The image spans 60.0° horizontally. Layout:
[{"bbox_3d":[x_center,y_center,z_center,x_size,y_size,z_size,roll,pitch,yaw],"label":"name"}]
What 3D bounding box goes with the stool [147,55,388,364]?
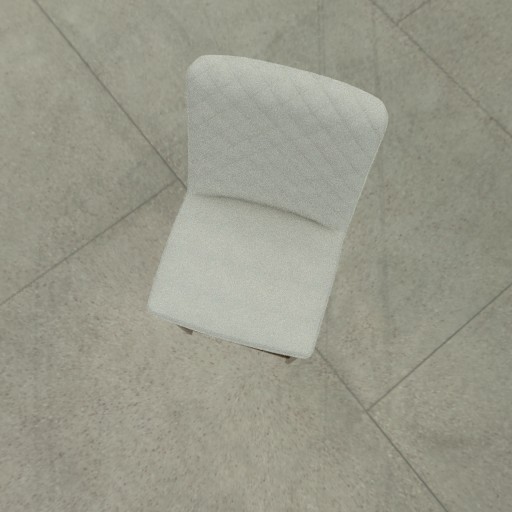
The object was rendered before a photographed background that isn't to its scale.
[{"bbox_3d":[0.000,0.000,1.352,0.462,1.084,0.546,16,76,4],"label":"stool"}]
